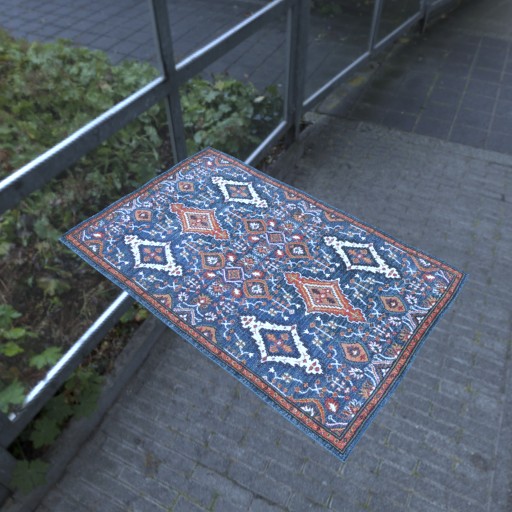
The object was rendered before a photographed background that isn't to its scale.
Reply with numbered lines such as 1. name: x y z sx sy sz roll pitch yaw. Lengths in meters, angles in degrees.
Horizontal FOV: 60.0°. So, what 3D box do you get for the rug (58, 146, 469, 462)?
1. rug: 0.000 0.000 2.337 1.847 0.014 1.195 31 54 26
